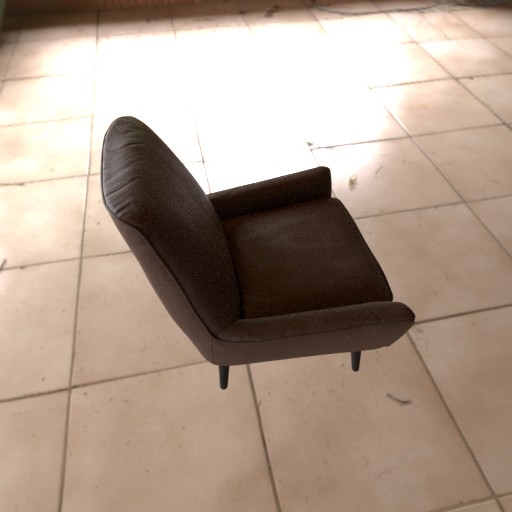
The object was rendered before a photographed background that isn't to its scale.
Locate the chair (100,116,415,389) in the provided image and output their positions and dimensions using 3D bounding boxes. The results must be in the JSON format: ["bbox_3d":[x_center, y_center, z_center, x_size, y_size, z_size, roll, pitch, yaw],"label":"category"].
[{"bbox_3d":[0.000,0.000,1.511,0.824,0.888,0.787,-9,47,-9],"label":"chair"}]
